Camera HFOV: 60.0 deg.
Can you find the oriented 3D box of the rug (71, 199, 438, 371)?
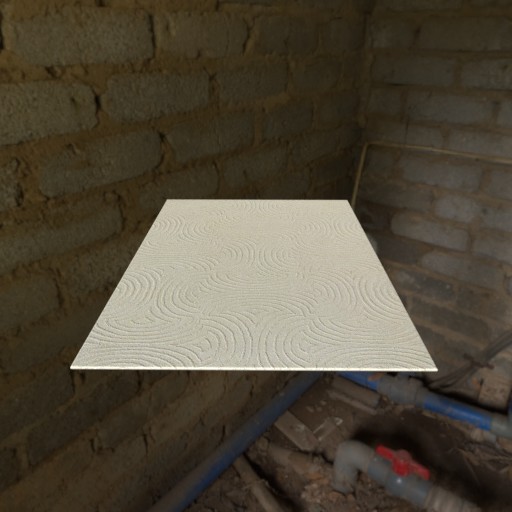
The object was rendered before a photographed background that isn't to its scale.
[{"bbox_3d":[0.000,0.000,2.794,1.526,0.015,2.132,0,26,0],"label":"rug"}]
